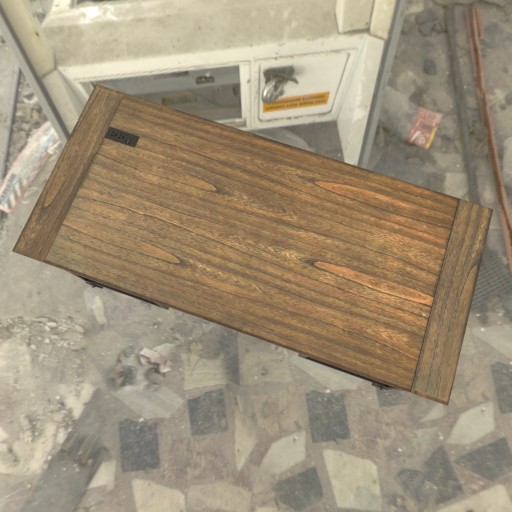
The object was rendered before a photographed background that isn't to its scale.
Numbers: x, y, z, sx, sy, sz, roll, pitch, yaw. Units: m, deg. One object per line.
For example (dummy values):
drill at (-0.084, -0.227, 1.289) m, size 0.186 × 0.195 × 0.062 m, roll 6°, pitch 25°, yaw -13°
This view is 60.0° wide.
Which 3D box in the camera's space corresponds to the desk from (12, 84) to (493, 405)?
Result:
desk at (0.000, 0.000, 1.933) m, size 1.590 × 0.751 × 0.711 m, roll 19°, pitch 76°, yaw 5°
